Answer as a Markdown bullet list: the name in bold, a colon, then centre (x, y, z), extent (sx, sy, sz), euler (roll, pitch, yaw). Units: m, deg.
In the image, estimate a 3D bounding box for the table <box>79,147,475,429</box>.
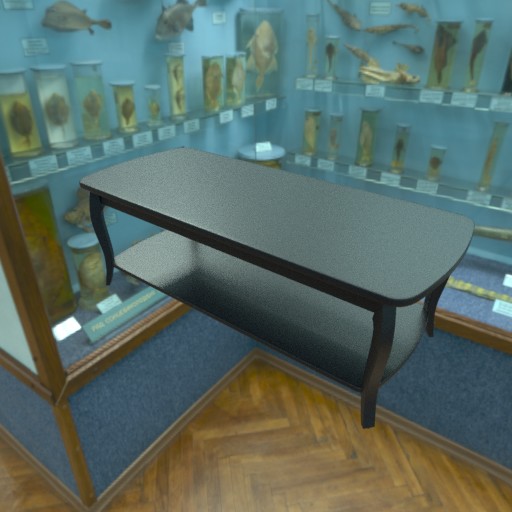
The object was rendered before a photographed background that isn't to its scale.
- **table**: centre (0.000, 0.000, 1.607), extent (1.333, 0.457, 0.571), euler (21, 36, 32)
